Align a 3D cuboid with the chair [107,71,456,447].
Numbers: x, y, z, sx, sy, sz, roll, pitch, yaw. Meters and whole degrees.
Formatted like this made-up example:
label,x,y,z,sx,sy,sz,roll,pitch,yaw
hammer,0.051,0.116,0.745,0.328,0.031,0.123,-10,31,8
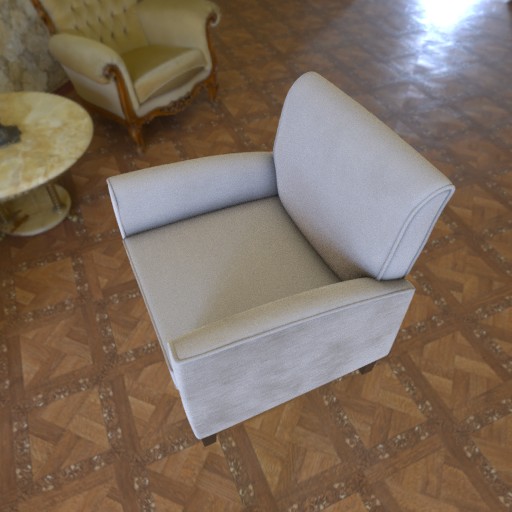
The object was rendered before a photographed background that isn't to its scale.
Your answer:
label,x,y,z,sx,sy,sz,roll,pitch,yaw
chair,0.000,0.000,1.567,0.821,0.915,0.820,-19,50,-17
